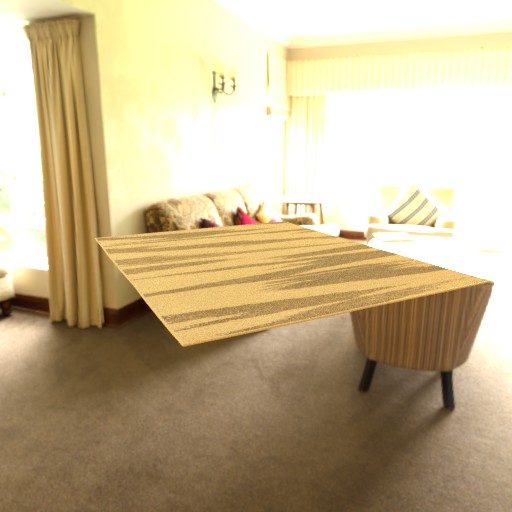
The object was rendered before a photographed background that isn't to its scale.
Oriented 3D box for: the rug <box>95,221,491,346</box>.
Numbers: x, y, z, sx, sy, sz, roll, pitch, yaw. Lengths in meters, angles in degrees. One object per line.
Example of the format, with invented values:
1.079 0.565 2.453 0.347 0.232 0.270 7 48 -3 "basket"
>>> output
0.000 0.000 3.971 2.353 0.014 2.945 -7 16 -26 "rug"
